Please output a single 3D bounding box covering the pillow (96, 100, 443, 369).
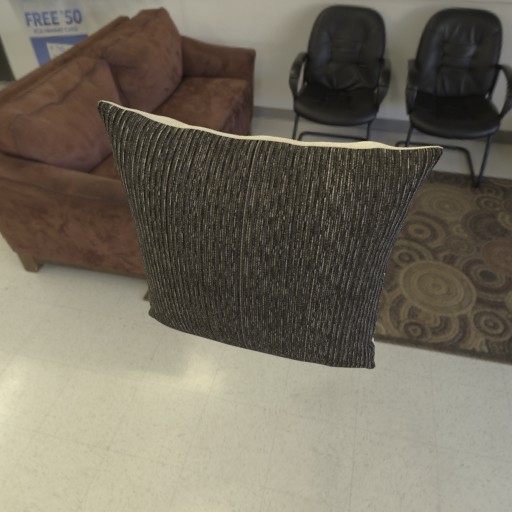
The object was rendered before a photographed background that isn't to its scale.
[{"bbox_3d":[0.000,0.000,0.674,0.433,0.434,0.196,11,44,12],"label":"pillow"}]
